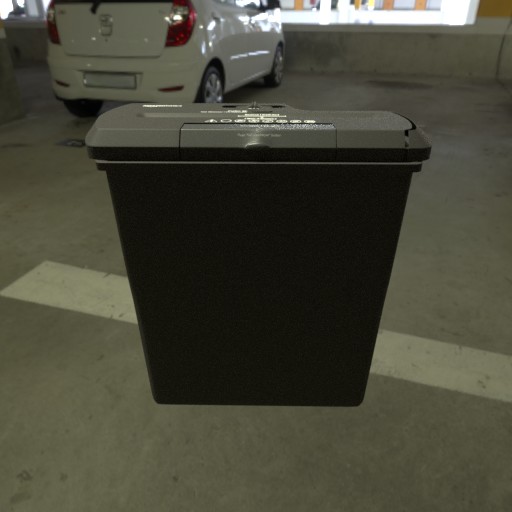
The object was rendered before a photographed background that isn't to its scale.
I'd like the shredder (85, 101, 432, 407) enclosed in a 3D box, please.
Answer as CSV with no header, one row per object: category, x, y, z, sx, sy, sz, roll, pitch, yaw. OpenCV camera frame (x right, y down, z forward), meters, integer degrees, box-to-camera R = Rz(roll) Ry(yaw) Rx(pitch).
shredder,0.000,0.000,0.518,0.320,0.335,0.170,0,30,1
